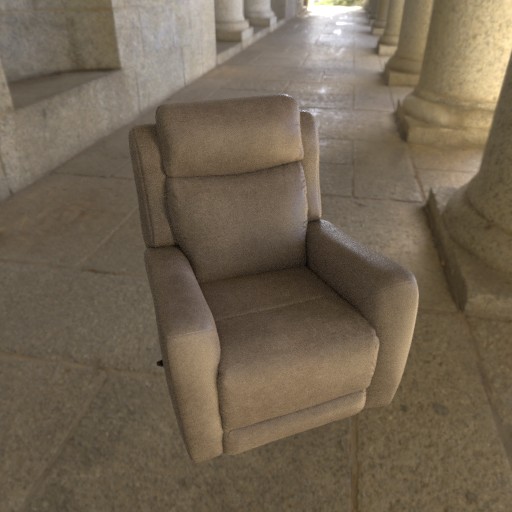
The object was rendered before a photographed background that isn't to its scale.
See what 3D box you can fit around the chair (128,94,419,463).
[{"bbox_3d":[0.000,0.000,1.894,0.967,1.116,1.068,-10,34,-15],"label":"chair"}]
